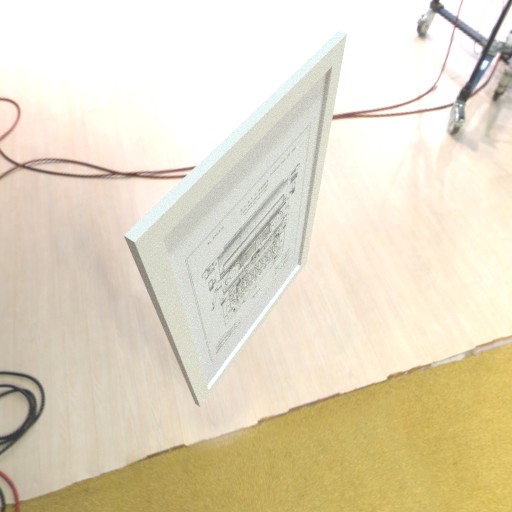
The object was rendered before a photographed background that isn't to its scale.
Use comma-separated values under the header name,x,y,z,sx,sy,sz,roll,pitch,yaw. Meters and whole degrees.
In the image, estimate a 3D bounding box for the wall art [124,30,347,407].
name,x,y,z,sx,sy,sz,roll,pitch,yaw
wall art,0.000,0.000,0.684,0.013,0.533,0.381,30,62,18
